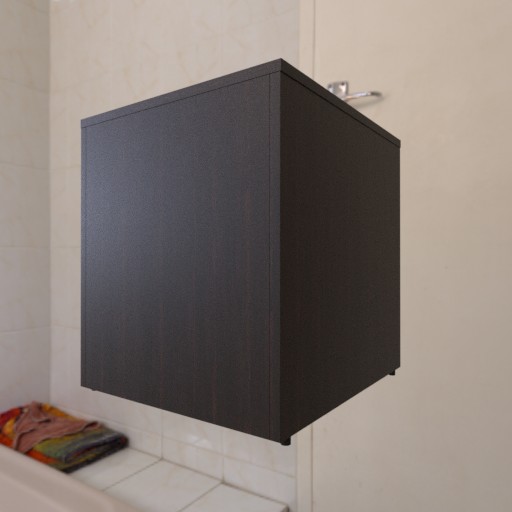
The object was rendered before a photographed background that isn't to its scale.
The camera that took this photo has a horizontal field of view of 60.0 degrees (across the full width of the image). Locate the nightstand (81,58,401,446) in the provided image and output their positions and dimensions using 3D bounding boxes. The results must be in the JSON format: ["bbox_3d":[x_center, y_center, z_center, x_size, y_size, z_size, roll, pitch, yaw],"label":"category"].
[{"bbox_3d":[0.000,0.000,0.820,0.400,0.460,0.461,0,0,35],"label":"nightstand"}]
